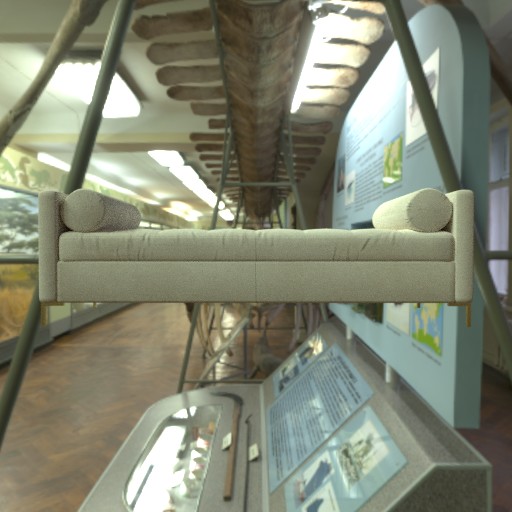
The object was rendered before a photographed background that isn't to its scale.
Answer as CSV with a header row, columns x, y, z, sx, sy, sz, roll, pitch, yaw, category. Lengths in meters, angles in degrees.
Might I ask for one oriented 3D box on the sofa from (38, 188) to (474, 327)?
x,y,z,sx,sy,sz,roll,pitch,yaw,category
0.000,0.000,2.347,1.981,0.635,0.686,0,1,0,sofa
